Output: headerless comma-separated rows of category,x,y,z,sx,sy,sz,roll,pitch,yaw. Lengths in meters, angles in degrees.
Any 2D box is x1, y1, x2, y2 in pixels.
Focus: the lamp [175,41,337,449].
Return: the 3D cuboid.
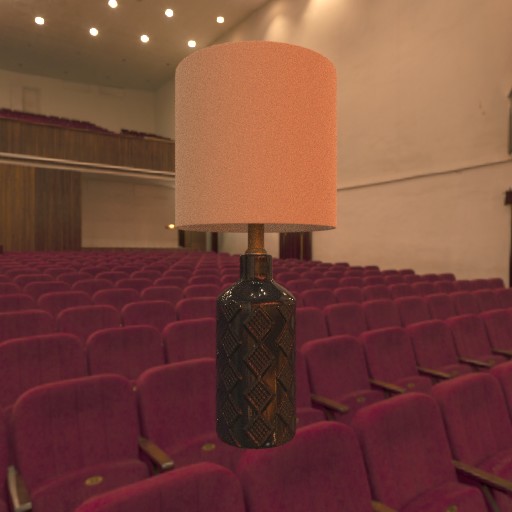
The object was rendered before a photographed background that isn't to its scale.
lamp,0.000,0.000,0.577,0.207,0.461,0.207,0,0,-36
